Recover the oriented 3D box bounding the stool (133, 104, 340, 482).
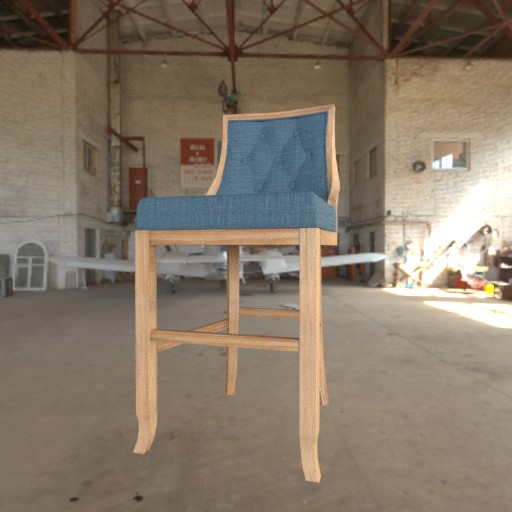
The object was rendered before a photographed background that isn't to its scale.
[{"bbox_3d":[0.000,0.000,1.450,0.524,1.101,0.626,0,1,18],"label":"stool"}]
